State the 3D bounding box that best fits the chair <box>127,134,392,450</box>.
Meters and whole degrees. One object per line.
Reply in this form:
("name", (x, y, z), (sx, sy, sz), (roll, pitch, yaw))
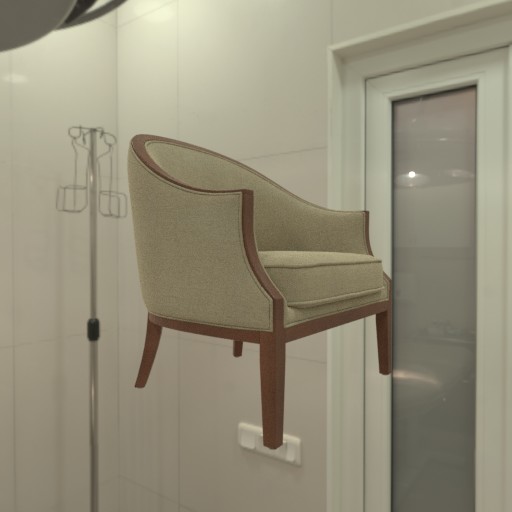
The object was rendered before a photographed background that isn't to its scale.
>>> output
("chair", (0.000, 0.000, 1.509), (0.735, 0.876, 0.803), (1, 1, 36))
